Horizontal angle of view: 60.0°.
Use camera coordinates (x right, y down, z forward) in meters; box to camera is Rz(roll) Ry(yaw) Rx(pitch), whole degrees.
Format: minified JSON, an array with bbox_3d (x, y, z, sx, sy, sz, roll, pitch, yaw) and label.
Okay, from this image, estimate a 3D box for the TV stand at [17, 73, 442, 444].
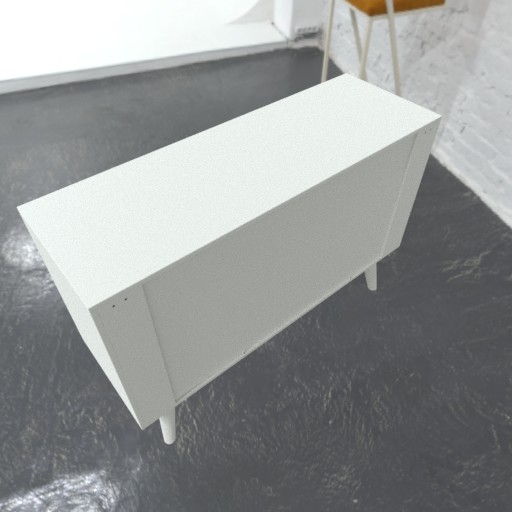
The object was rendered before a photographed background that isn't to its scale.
[{"bbox_3d":[0.000,0.000,1.538,1.193,0.812,0.406,-31,53,-26],"label":"TV stand"}]
